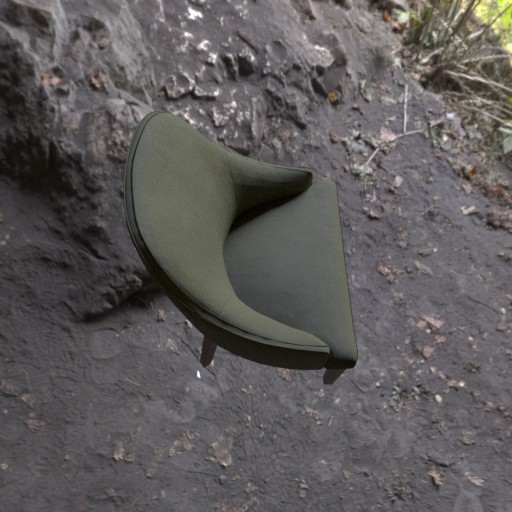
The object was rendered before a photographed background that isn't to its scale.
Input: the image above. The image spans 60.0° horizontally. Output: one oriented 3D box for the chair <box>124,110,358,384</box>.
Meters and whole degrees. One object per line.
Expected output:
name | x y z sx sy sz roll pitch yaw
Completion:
chair | 0.000 0.000 1.340 0.575 0.889 0.643 -1 63 -1
